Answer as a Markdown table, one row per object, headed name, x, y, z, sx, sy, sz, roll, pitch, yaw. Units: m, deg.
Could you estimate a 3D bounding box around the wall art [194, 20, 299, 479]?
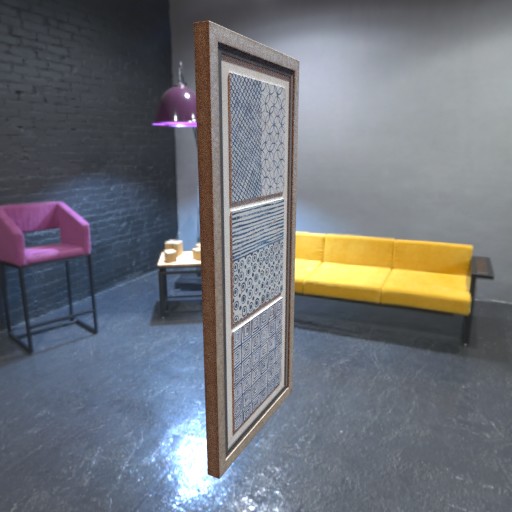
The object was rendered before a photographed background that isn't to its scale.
| name | x | y | z | sx | sy | sz | roll | pitch | yaw |
| --- | --- | --- | --- | --- | --- | --- | --- | --- | --- |
| wall art | 0.000 | 0.000 | 1.665 | 0.051 | 1.461 | 0.648 | 7 | 15 | 27 |
